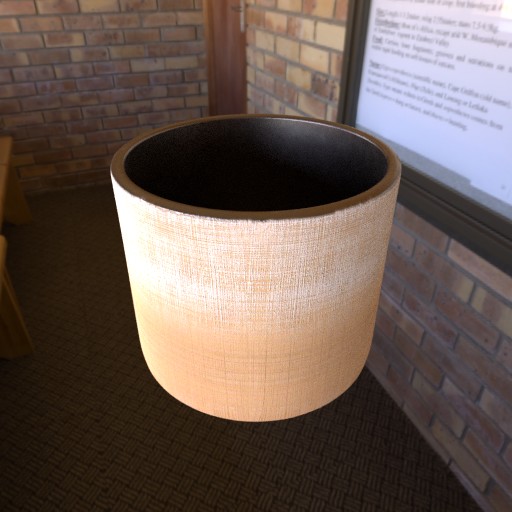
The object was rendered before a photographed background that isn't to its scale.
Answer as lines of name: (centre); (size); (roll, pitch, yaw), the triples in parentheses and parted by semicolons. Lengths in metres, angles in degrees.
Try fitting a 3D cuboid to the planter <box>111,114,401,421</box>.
planter: (0.000, 0.000, 0.451); (0.254, 0.221, 0.254); (0, 33, 0)
